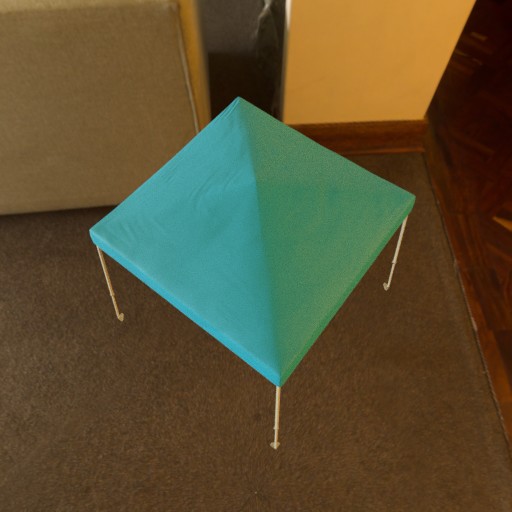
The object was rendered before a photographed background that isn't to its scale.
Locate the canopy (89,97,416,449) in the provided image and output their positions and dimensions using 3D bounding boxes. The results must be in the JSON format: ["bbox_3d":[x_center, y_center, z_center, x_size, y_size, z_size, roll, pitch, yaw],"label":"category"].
[{"bbox_3d":[0.000,0.000,5.257,2.849,2.850,2.850,34,67,17],"label":"canopy"}]
